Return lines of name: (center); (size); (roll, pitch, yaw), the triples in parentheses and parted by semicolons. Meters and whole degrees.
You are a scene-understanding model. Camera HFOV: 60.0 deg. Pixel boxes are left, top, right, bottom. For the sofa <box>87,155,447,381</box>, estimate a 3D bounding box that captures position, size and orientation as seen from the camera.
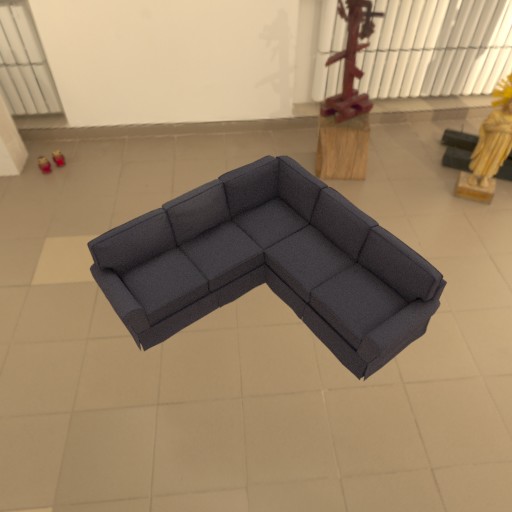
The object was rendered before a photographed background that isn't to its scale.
sofa: (0.000, 0.000, 5.175); (3.773, 1.169, 2.874); (-4, 47, -4)
